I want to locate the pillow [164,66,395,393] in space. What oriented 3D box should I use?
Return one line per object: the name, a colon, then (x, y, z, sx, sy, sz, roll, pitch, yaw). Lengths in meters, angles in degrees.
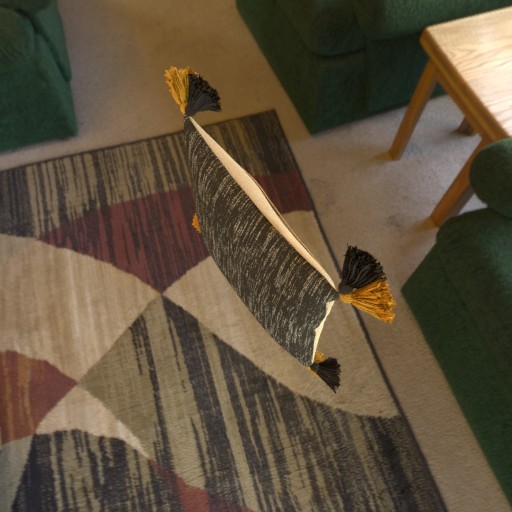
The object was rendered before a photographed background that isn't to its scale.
pillow: (0.000, 0.000, 0.997, 0.139, 0.659, 0.654, -32, 68, -15)
